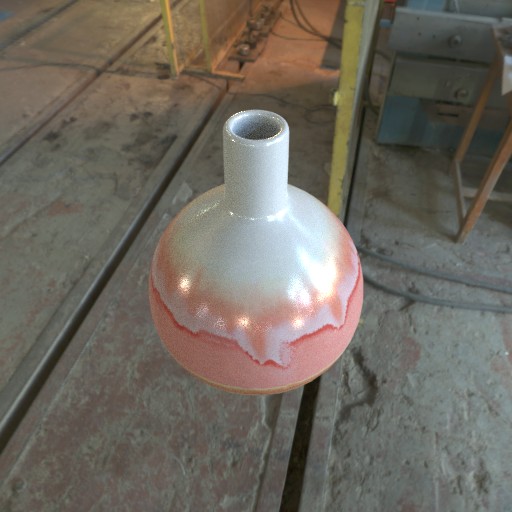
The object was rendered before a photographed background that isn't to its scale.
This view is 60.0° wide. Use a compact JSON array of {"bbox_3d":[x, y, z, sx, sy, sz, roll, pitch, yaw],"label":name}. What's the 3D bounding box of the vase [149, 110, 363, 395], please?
[{"bbox_3d":[0.000,0.000,0.267,0.137,0.176,0.137,0,47,0],"label":"vase"}]
